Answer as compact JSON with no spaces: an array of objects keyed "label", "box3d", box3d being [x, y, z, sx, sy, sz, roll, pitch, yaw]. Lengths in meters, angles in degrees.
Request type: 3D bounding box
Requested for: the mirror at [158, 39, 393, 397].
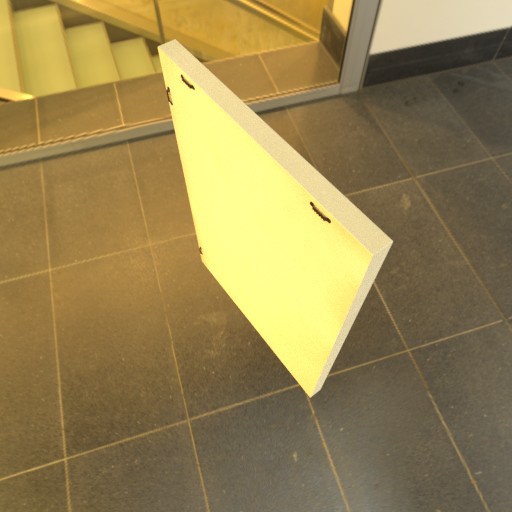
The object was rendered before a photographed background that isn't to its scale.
[{"label":"mirror","box3d":[0.000,0.000,0.943,0.040,0.710,0.507,-33,64,-18]}]
